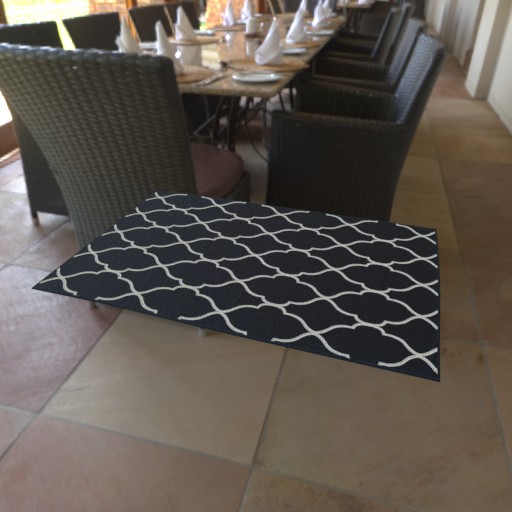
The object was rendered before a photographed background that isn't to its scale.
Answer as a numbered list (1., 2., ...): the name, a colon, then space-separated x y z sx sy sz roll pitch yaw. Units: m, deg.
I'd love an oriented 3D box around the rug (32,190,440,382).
1. rug: 0.000 0.000 2.920 2.290 0.014 1.526 10 33 15
